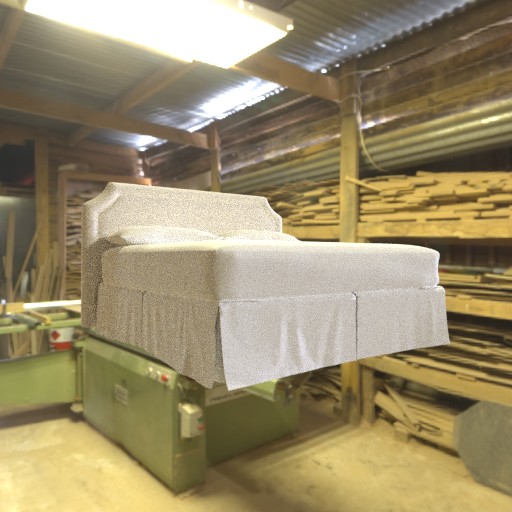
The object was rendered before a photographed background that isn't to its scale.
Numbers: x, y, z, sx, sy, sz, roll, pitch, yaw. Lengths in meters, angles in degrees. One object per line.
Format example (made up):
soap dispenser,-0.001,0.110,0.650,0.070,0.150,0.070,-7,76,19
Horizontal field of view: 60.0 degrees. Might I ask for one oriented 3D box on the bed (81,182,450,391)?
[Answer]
bed,0.000,0.000,3.545,2.160,1.301,2.204,0,0,-35
